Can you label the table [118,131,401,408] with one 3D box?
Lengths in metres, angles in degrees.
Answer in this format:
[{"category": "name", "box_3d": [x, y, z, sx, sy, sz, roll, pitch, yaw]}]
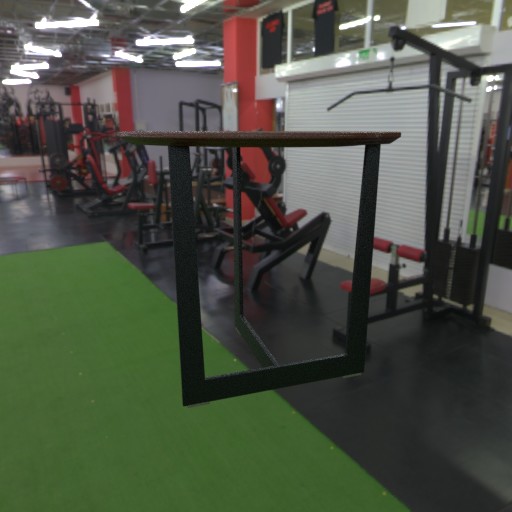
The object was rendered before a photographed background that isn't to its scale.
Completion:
[{"category": "table", "box_3d": [0.000, 0.000, 0.882, 0.477, 0.476, 0.494, -9, 18, -28]}]
